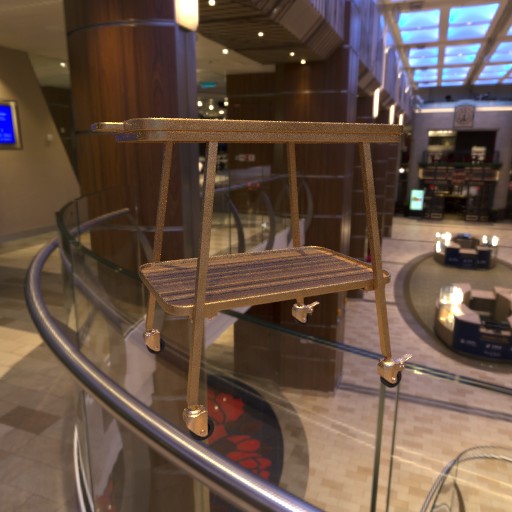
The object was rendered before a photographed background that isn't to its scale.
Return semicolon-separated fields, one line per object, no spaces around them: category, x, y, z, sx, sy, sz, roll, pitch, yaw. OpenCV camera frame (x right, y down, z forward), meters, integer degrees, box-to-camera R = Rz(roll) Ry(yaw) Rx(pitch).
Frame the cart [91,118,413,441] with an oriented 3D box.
cart;0.000;0.000;1.241;0.806;0.700;0.524;-6;15;-24
